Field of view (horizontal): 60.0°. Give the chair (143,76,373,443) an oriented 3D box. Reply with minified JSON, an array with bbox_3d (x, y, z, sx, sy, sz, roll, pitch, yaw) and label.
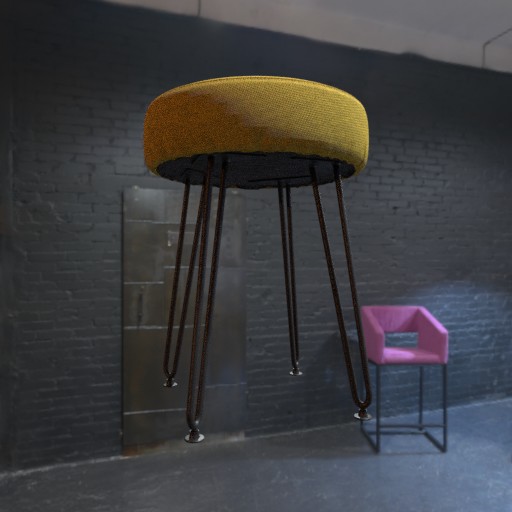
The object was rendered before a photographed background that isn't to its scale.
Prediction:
[{"bbox_3d":[0.000,0.000,0.700,0.345,0.455,0.345,0,0,-18],"label":"chair"}]
